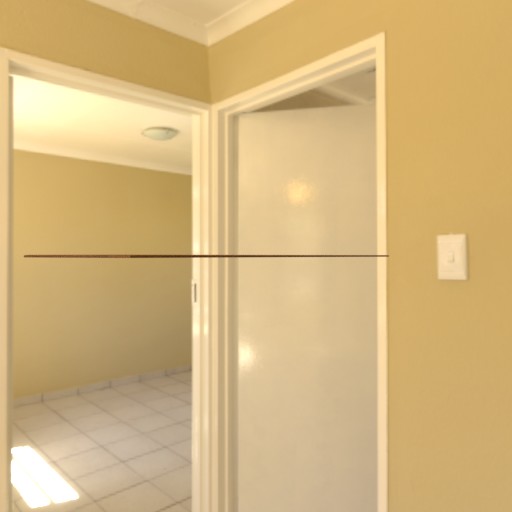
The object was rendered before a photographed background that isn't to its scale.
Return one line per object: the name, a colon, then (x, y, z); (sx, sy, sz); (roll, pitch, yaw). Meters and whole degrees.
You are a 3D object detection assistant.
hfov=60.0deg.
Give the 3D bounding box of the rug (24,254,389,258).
rug: (0.000, 0.000, 2.719); (0.769, 0.012, 2.448); (0, 0, 37)
